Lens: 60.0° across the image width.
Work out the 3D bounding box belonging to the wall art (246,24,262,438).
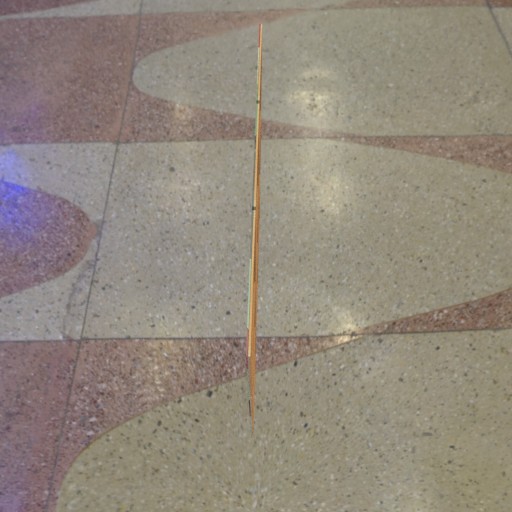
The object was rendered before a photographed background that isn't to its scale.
[{"bbox_3d":[0.000,0.000,2.259,0.013,1.519,1.521,1,60,1],"label":"wall art"}]
